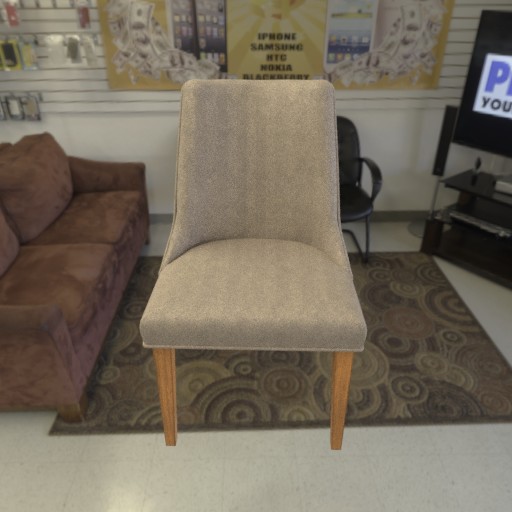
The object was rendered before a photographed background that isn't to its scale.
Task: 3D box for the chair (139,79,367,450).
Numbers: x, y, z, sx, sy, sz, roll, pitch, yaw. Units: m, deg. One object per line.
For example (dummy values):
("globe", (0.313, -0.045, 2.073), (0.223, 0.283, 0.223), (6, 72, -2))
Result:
("chair", (0.000, 0.000, 1.309), (0.548, 0.916, 0.636), (1, 30, 1))
